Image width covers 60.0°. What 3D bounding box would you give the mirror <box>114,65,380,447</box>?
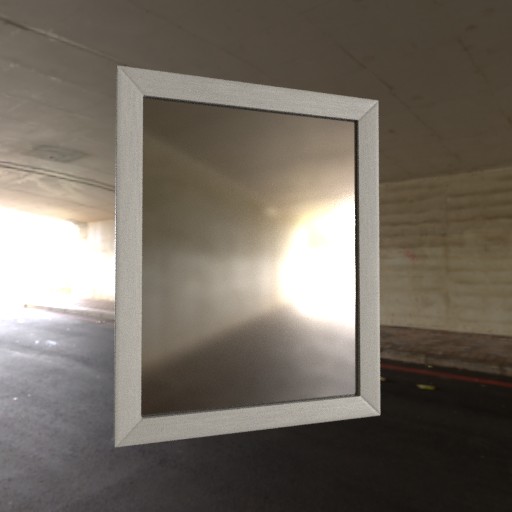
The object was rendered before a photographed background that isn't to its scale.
[{"bbox_3d":[0.000,0.000,0.670,0.405,0.508,0.041,0,-1,-18],"label":"mirror"}]
